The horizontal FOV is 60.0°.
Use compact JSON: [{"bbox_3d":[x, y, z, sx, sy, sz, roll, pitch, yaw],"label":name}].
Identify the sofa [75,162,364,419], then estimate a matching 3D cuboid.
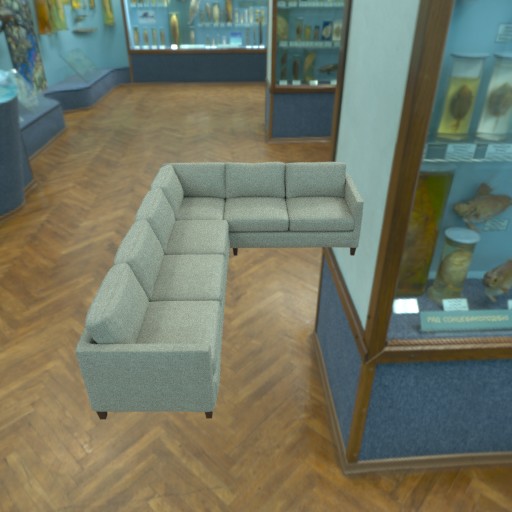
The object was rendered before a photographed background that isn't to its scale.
[{"bbox_3d":[0.000,0.000,4.493,2.522,0.934,3.333,0,31,-1],"label":"sofa"}]
